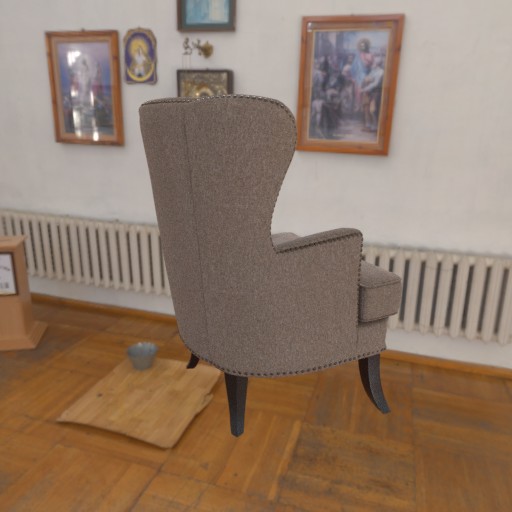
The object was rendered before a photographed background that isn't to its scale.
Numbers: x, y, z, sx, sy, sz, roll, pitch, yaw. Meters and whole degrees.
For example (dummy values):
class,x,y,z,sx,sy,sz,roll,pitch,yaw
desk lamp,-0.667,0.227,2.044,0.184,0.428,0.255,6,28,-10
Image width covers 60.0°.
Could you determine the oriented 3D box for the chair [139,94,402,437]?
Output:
class,x,y,z,sx,sy,sz,roll,pitch,yaw
chair,0.000,0.000,1.615,0.758,1.060,0.759,-8,18,-26
